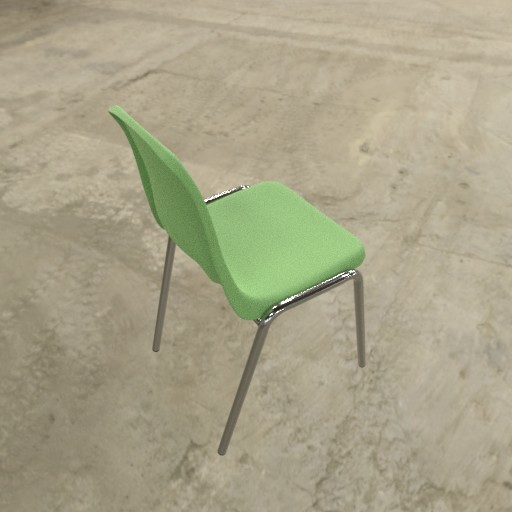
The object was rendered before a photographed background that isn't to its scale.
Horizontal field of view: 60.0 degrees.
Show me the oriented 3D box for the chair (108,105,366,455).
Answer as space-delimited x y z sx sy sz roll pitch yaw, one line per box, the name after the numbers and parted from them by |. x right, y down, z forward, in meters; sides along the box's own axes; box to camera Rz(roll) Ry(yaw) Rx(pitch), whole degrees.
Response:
0.000 0.000 0.939 0.436 0.704 0.381 -25 47 -25 | chair
